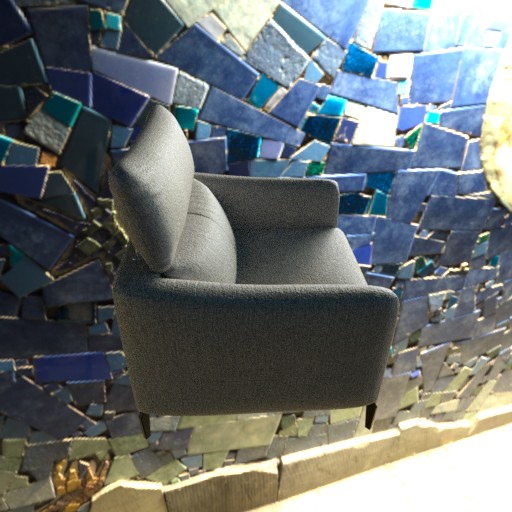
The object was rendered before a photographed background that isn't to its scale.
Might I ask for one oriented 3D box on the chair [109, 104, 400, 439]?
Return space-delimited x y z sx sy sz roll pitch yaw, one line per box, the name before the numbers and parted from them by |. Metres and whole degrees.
chair | 0.000 0.000 1.661 0.835 0.967 0.972 -1 32 -2
